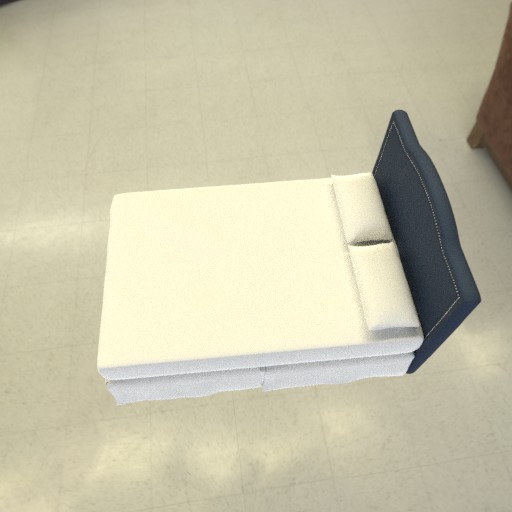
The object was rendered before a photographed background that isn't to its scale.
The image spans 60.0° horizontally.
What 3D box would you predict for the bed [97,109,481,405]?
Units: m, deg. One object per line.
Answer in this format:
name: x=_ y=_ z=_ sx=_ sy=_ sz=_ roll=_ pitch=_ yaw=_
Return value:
bed: x=0.000 y=0.000 z=3.483 sx=2.507 sy=1.441 sz=1.741 roll=-5 pitch=58 yaw=-3
